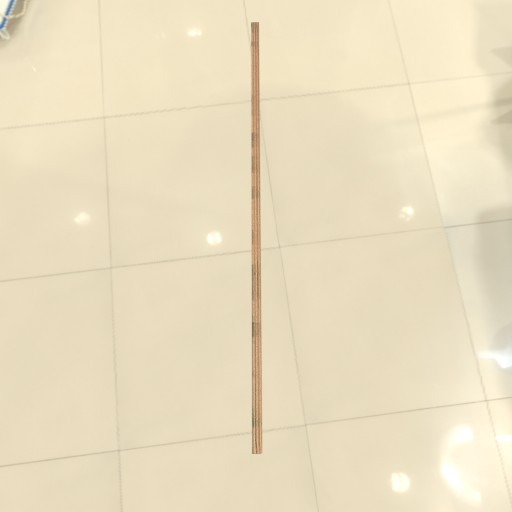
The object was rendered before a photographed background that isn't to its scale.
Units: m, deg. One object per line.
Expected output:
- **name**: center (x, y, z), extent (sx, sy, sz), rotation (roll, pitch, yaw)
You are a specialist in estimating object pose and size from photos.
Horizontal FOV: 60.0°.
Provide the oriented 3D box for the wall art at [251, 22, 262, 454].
- **wall art**: center (0.000, 0.000, 0.696), extent (0.010, 0.408, 0.508), rotation (0, 75, 0)
